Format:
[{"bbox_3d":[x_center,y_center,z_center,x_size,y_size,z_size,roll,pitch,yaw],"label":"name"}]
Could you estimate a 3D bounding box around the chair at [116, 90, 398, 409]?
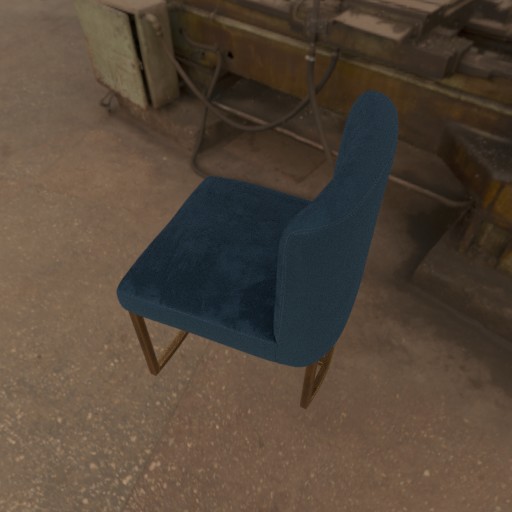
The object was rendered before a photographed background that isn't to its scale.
[{"bbox_3d":[0.000,0.000,1.188,0.560,0.824,0.530,17,50,16],"label":"chair"}]
